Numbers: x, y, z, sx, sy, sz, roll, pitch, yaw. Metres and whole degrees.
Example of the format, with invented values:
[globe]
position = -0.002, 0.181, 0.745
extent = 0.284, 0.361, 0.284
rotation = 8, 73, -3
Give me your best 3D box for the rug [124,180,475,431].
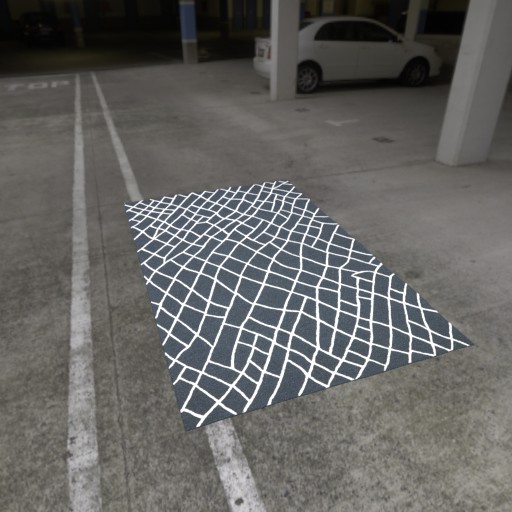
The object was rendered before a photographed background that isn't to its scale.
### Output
[rug]
position = 0.000, 0.000, 3.058
extent = 1.529, 0.017, 2.448
rotation = -11, 33, -17
